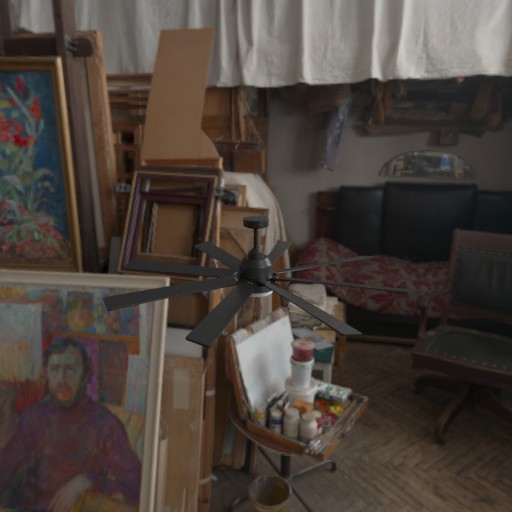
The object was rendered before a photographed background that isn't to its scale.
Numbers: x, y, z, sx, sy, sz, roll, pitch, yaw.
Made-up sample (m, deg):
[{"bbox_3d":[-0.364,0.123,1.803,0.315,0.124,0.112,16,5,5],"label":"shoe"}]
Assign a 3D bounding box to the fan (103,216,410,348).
[{"bbox_3d":[0.000,0.000,2.739,1.830,0.472,1.830,-9,19,-27],"label":"fan"}]
